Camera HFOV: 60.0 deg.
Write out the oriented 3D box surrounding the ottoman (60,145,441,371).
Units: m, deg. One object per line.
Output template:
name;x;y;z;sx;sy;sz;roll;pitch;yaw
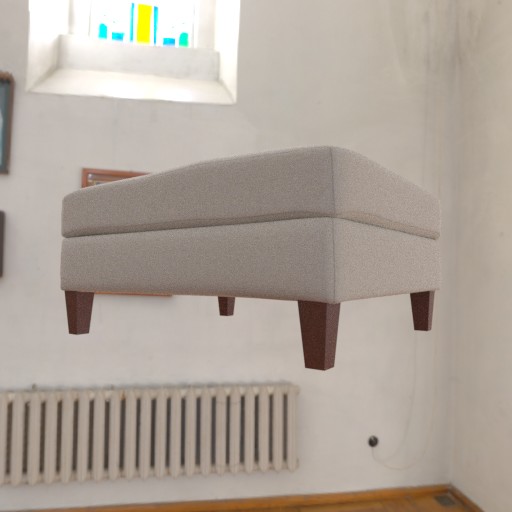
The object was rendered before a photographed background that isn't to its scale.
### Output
ottoman;0.000;0.000;1.447;0.976;0.492;0.836;-2;-3;36
